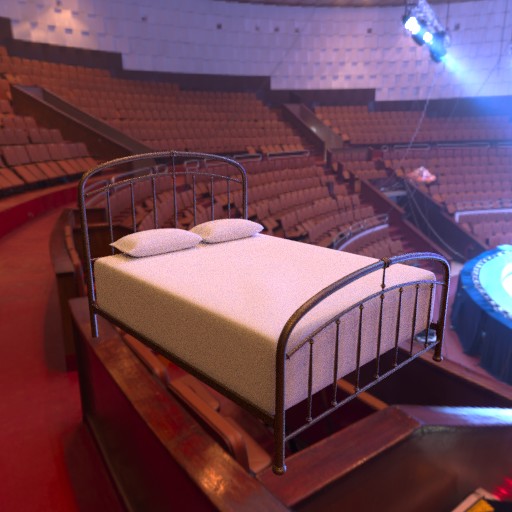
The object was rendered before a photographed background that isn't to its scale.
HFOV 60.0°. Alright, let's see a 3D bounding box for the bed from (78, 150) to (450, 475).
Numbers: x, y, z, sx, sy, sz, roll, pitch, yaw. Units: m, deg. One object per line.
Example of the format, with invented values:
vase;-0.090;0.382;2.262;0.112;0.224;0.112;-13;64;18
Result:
bed;0.000;0.000;3.242;1.711;1.475;2.168;-13;20;-41
